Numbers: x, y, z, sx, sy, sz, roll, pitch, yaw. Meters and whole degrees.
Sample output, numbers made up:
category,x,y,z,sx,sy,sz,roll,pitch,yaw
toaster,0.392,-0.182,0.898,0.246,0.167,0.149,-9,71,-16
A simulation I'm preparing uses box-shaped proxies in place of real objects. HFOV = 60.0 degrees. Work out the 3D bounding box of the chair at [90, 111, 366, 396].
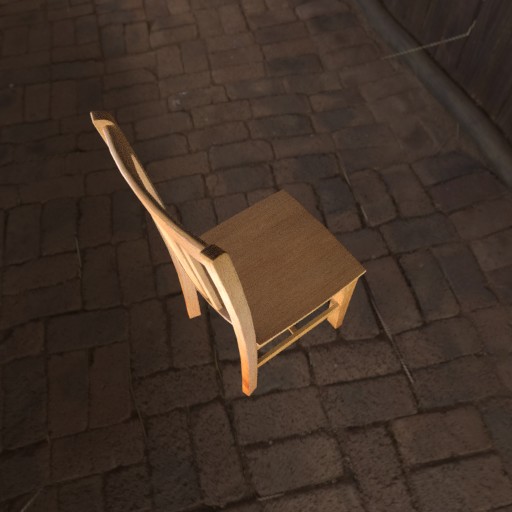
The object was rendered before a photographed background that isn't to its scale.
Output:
category,x,y,z,sx,sy,sz,roll,pitch,yaw
chair,0.000,0.000,1.307,0.556,0.998,0.450,-32,63,-19
